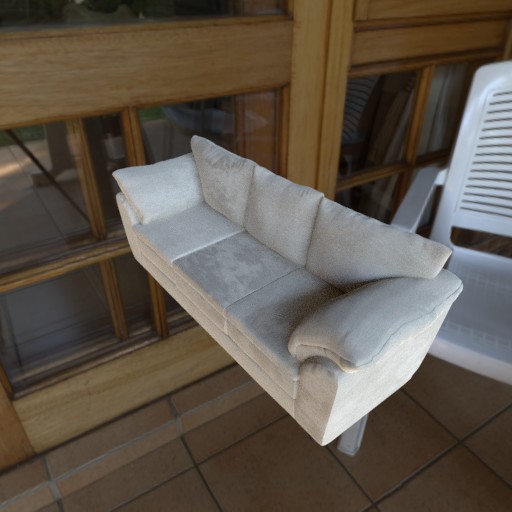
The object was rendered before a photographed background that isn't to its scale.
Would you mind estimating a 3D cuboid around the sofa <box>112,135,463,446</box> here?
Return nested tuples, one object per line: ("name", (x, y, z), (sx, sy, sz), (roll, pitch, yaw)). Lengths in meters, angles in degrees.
("sofa", (0.000, 0.000, 2.812), (0.893, 0.981, 2.377), (-23, 40, -31))
